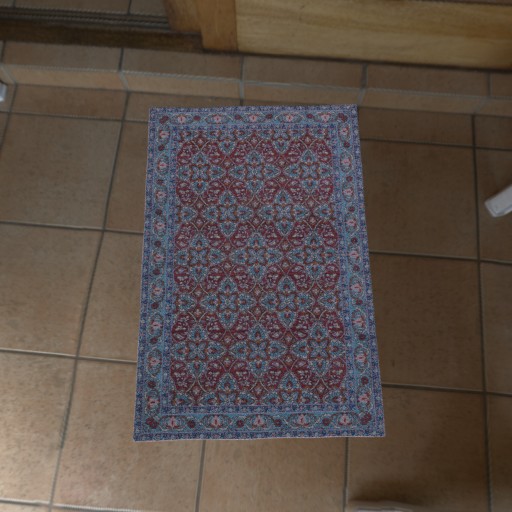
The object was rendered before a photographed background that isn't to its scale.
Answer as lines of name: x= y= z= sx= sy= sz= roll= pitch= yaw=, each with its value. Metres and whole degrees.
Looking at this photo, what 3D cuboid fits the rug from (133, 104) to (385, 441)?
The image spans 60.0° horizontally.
rug: x=0.000 y=0.000 z=2.372 sx=1.219 sy=0.009 sz=1.829 roll=-1 pitch=75 yaw=0
